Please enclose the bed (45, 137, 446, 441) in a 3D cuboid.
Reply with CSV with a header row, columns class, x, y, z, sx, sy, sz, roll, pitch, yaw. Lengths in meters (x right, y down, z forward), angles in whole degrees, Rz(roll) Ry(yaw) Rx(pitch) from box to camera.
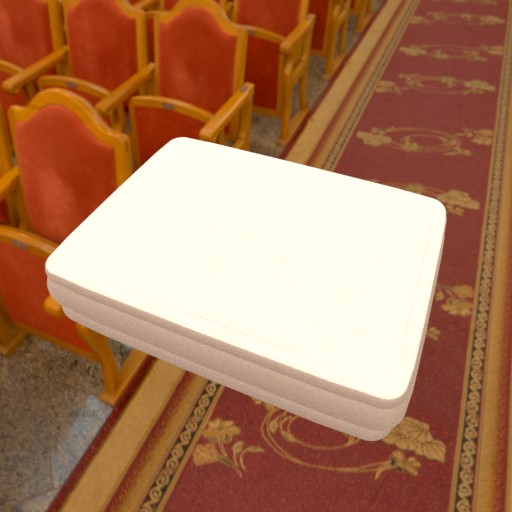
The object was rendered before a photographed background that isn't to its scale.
class,x,y,z,sx,sy,sz,roll,pitch,yaw
bed,0.000,0.000,2.663,2.036,0.460,1.520,18,49,16
